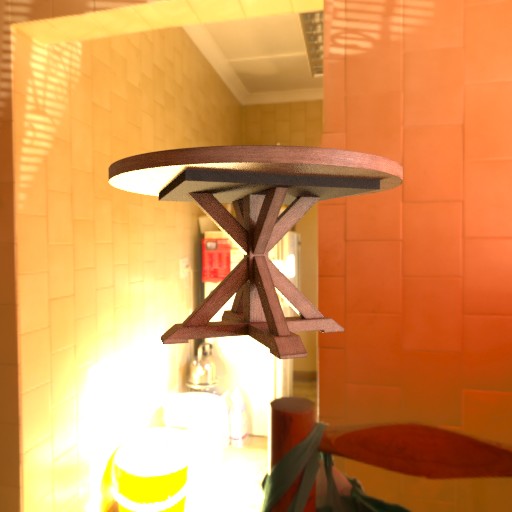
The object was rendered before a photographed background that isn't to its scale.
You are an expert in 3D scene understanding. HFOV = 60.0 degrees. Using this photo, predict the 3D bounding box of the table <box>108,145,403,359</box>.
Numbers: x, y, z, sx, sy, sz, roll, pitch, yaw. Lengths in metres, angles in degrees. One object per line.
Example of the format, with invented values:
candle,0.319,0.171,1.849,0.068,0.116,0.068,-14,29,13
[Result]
table,0.000,0.000,2.170,1.363,0.781,1.363,0,2,0
